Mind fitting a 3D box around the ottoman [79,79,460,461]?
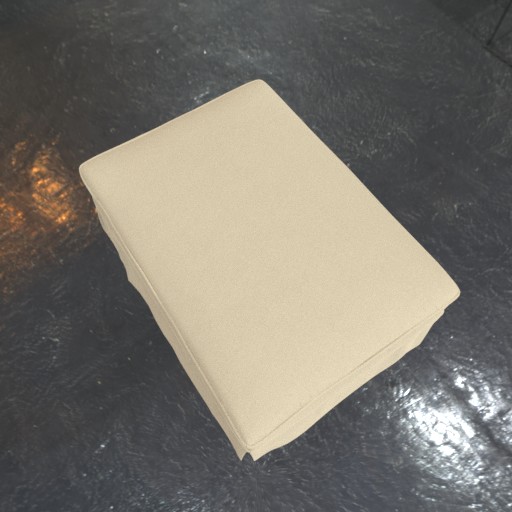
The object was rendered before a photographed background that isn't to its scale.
[{"bbox_3d":[0.000,0.000,1.346,0.721,0.482,0.959,-31,68,-14],"label":"ottoman"}]
